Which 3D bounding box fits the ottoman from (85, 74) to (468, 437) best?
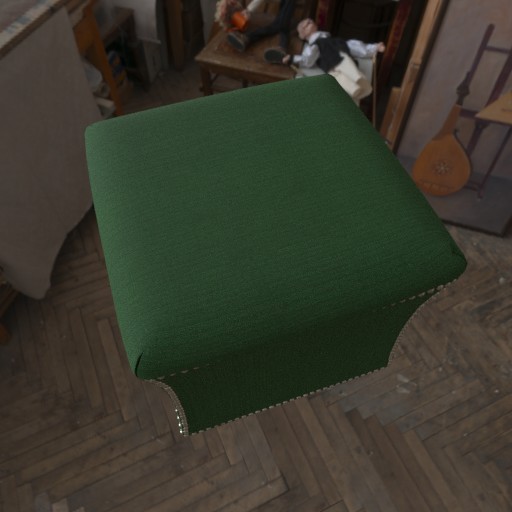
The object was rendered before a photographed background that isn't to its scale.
[{"bbox_3d":[0.000,0.000,0.877,0.507,0.475,0.497,-16,58,-10],"label":"ottoman"}]
